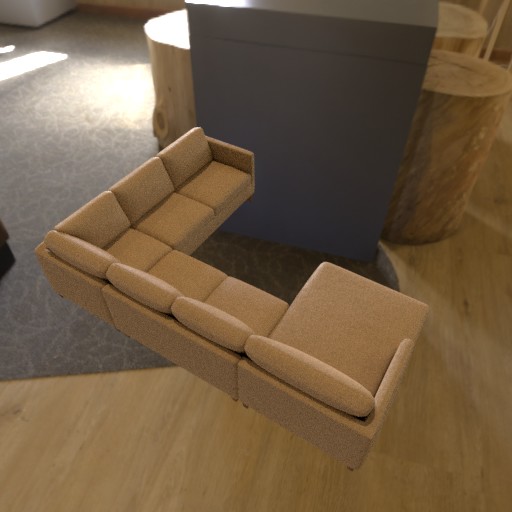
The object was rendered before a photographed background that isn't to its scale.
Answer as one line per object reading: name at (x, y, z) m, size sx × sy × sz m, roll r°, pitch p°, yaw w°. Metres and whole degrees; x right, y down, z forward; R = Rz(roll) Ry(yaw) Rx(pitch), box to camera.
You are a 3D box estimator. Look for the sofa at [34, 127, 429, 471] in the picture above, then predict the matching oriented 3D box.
sofa at (0.000, 0.000, 4.447) m, size 3.403 × 0.889 × 2.551 m, roll 24°, pitch 50°, yaw 22°
